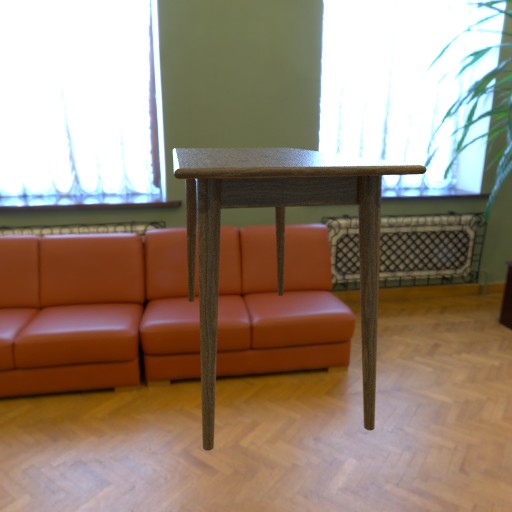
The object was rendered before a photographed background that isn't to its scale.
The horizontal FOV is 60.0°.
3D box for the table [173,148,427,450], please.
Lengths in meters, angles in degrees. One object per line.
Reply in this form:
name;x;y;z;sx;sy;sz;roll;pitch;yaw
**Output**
table;0.000;0.000;1.734;0.599;0.780;1.300;-3;16;-10
